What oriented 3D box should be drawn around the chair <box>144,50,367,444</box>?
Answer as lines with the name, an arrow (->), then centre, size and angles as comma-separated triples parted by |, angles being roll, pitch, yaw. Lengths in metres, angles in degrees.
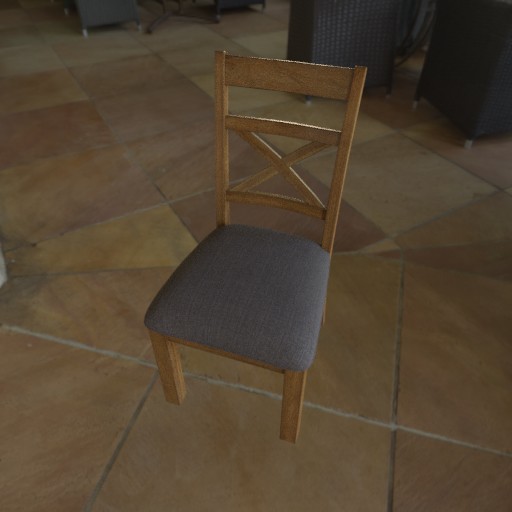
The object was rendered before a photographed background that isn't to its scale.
chair -> 0.000, 0.000, 1.285 | 0.470, 0.949, 0.581 | 13, 43, 14
